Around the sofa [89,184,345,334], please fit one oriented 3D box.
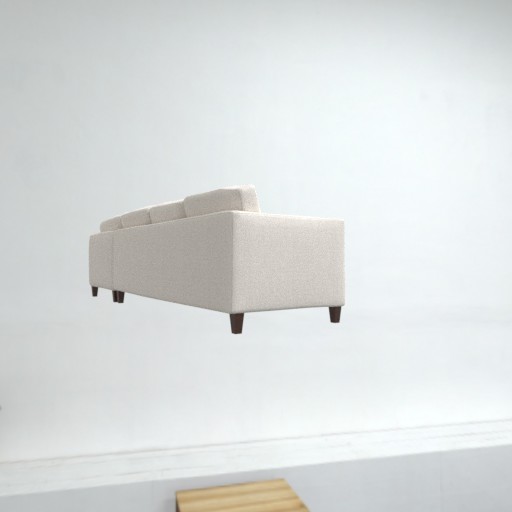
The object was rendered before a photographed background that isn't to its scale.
[{"bbox_3d":[0.000,0.000,4.606,2.593,0.947,3.302,0,0,-34],"label":"sofa"}]
